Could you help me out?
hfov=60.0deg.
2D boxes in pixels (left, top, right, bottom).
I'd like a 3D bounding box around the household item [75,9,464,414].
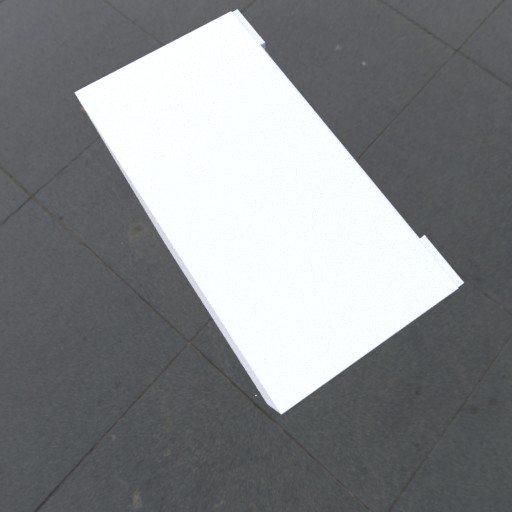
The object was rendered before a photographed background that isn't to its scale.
[{"bbox_3d":[0.000,0.000,1.378,0.420,1.010,0.790,-32,75,-10],"label":"household item"}]
